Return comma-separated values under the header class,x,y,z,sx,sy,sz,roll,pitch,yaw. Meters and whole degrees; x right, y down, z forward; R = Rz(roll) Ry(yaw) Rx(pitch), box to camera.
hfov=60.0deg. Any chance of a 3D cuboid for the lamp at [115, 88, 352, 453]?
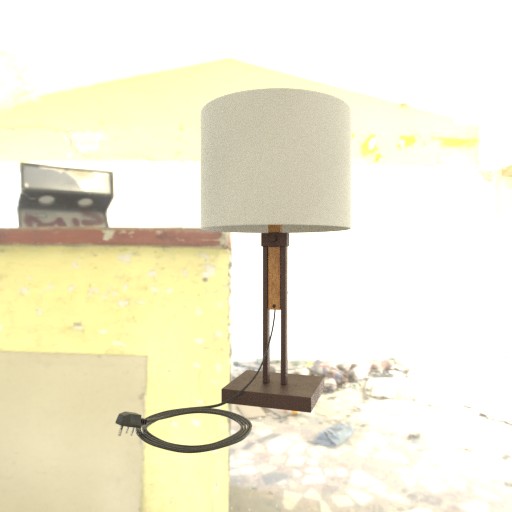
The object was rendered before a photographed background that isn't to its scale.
class,x,y,z,sx,sy,sz,roll,pitch,yaw
lamp,0.000,0.000,0.982,0.396,0.668,0.525,0,0,18
